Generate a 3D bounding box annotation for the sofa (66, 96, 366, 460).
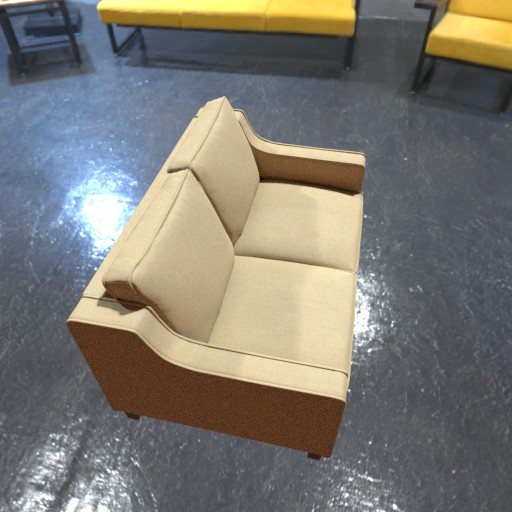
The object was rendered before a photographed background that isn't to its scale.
[{"bbox_3d":[0.000,0.000,2.151,0.987,0.971,1.501,9,47,9],"label":"sofa"}]
